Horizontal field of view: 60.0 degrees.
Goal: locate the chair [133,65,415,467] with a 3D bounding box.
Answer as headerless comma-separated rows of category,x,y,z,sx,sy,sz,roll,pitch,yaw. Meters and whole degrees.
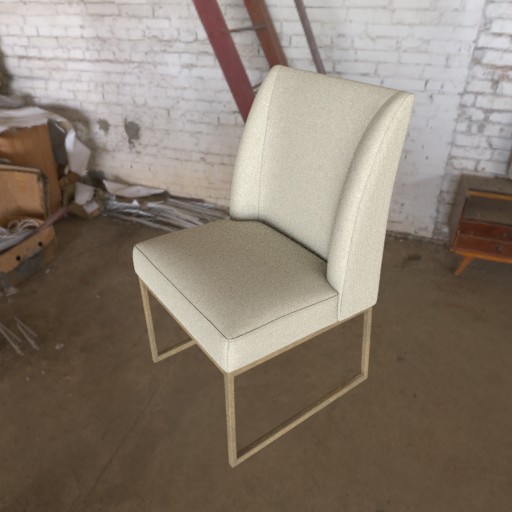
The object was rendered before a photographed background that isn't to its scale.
chair,0.000,0.000,1.197,0.522,0.863,0.508,-21,38,-30
